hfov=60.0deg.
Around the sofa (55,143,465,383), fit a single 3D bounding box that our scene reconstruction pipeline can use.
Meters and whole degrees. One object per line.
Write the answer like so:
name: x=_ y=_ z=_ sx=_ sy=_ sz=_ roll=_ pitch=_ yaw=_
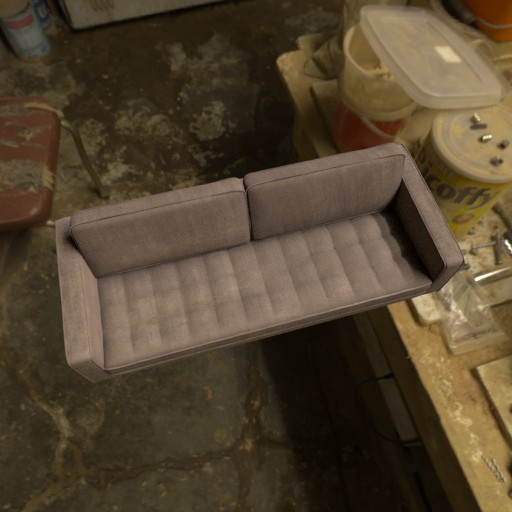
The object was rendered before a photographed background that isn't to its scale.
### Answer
sofa: x=0.000 y=0.000 z=2.735 sx=2.295 sy=0.813 sz=0.923 roll=-14 pitch=64 yaw=-7
